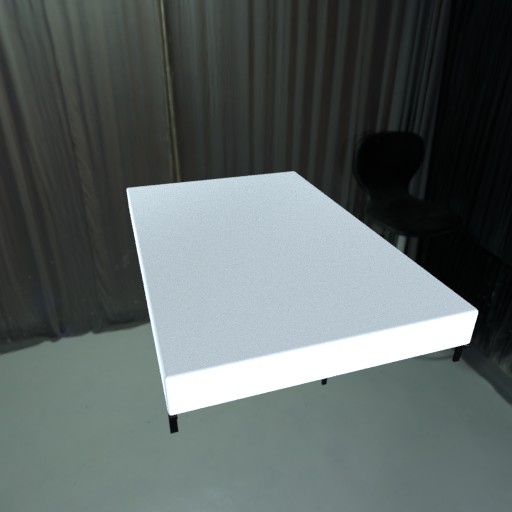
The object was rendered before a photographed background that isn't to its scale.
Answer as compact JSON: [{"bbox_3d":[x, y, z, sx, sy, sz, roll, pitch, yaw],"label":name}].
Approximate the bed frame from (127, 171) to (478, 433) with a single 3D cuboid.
[{"bbox_3d":[0.000,0.000,3.793,1.930,0.440,2.987,-9,29,-16],"label":"bed frame"}]
